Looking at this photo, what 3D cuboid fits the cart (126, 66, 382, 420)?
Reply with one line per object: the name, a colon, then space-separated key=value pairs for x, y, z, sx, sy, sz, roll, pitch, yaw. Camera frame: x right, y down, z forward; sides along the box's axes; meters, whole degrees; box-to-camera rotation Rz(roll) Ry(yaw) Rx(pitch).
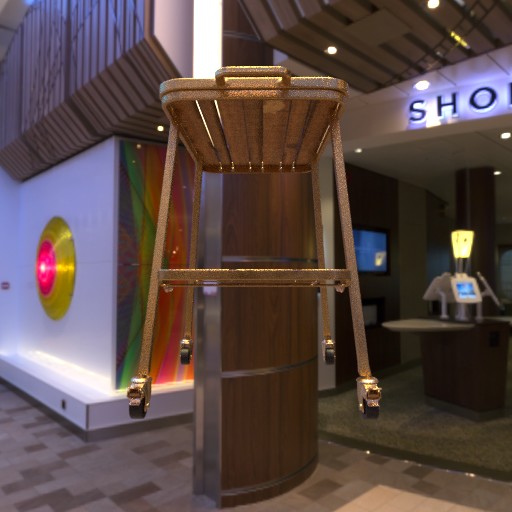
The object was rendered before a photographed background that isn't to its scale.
cart: x=0.000 y=0.000 z=1.234 sx=0.524 sy=0.700 sz=0.806 roll=0 pitch=-2 yaw=1
